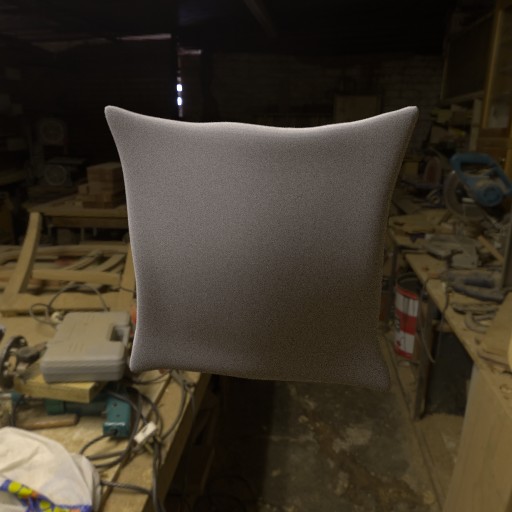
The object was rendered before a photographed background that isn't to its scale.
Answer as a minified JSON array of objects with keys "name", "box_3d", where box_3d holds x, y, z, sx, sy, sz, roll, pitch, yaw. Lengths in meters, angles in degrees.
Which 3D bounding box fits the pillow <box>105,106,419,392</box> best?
[{"name":"pillow","box_3d":[0.000,0.000,0.796,0.514,0.513,0.163,2,17,7]}]
